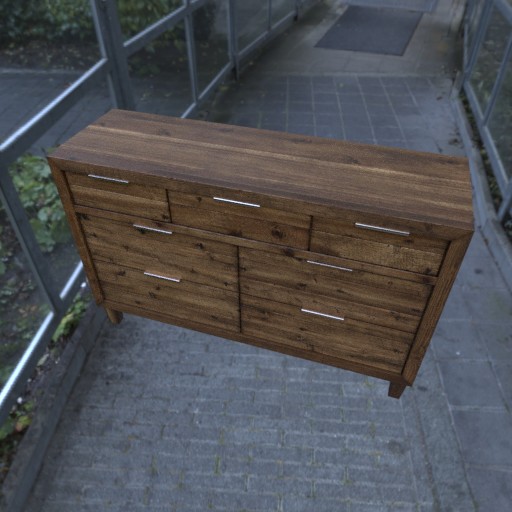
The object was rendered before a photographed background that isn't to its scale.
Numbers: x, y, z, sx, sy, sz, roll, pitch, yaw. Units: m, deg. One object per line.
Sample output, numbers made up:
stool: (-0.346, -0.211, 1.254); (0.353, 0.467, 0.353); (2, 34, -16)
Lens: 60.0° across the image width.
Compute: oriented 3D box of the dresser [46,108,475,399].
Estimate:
dresser: (0.000, 0.000, 1.810); (1.387, 0.892, 0.438); (12, 42, 13)
